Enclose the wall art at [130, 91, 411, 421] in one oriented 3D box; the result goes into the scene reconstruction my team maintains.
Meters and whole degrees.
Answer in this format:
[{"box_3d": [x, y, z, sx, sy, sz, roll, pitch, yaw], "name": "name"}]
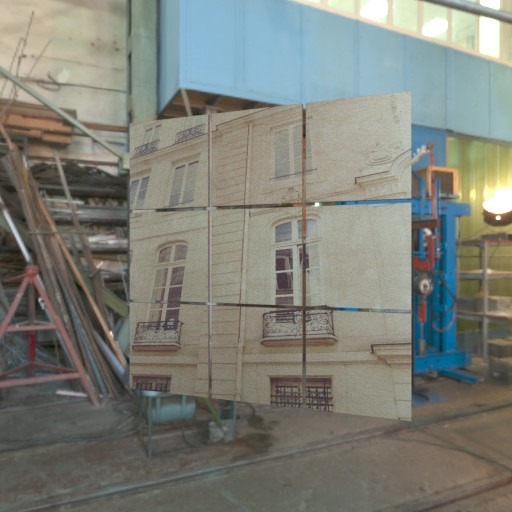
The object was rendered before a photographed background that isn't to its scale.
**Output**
[{"box_3d": [0.000, 0.000, 1.846, 1.221, 1.218, 0.024, 0, 0, 19], "name": "wall art"}]
